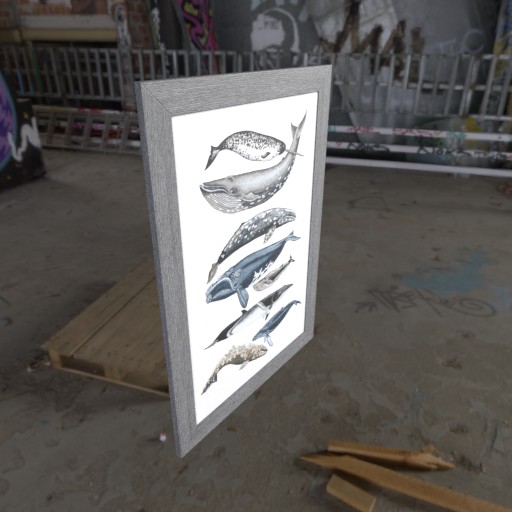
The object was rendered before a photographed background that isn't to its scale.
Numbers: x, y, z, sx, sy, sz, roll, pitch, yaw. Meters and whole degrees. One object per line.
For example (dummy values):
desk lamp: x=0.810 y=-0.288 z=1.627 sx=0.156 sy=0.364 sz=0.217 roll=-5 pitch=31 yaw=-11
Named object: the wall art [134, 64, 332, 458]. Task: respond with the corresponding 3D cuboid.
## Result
wall art: x=0.000 y=0.000 z=1.387 sx=0.020 sy=1.070 sz=0.768 roll=19 pitch=32 yaw=33
